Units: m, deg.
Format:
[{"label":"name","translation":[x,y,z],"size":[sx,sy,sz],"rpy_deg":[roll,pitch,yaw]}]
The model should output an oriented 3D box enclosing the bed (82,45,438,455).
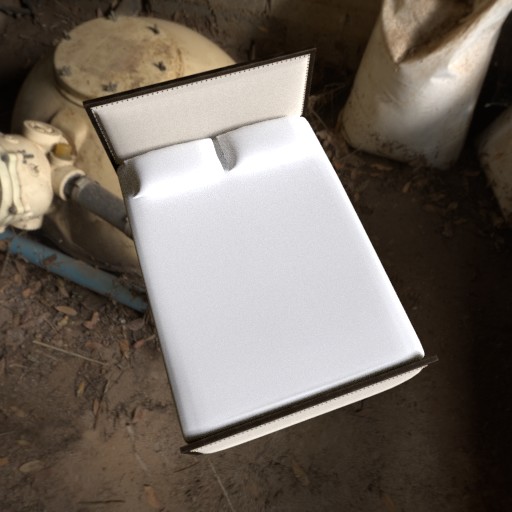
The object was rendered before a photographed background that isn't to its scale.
[{"label":"bed","translation":[0.000,0.000,3.112],"size":[1.607,1.313,2.221],"rpy_deg":[-17,66,-8]}]
